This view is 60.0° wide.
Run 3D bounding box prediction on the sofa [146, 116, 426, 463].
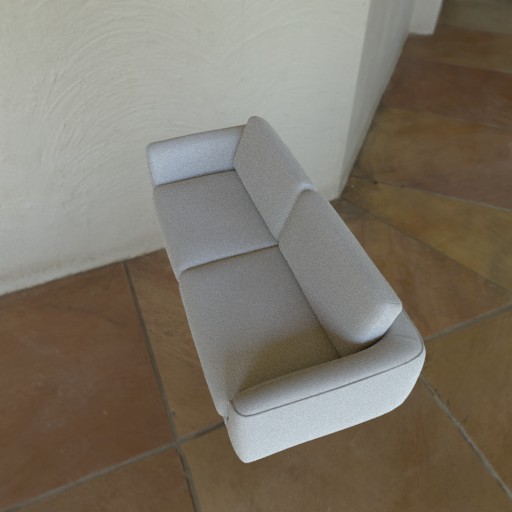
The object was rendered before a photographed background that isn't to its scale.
[{"bbox_3d":[0.000,0.000,2.478,0.920,0.850,2.000,-14,48,-14],"label":"sofa"}]
